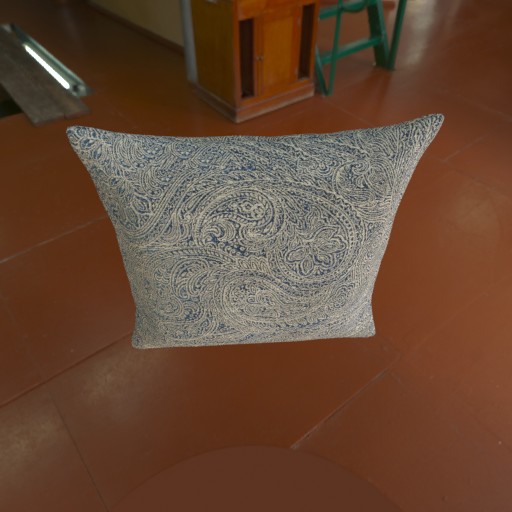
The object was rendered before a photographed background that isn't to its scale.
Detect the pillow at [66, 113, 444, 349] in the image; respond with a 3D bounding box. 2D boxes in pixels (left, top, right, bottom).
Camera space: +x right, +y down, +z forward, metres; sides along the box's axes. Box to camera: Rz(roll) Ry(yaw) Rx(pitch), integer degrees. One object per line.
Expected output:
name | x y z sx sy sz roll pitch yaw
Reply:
pillow | 0.000 0.000 0.777 0.523 0.510 0.166 -3 45 -3
